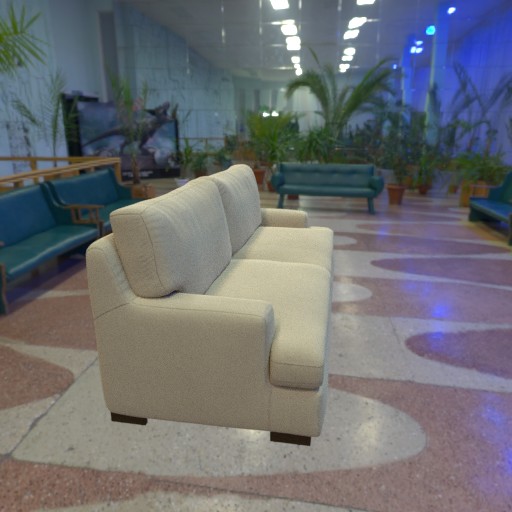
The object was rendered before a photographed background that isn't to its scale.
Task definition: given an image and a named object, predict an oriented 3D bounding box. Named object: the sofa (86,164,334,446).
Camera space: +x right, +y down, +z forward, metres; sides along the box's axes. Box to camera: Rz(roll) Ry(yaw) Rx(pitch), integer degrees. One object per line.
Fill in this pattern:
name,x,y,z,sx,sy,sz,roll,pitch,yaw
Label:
sofa,0.000,0.000,2.662,0.929,0.925,2.147,3,17,10
